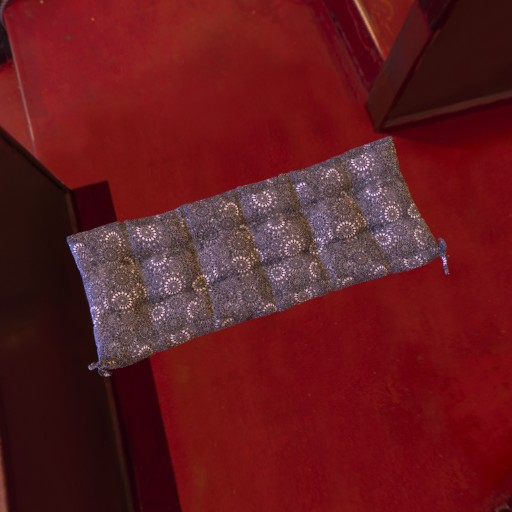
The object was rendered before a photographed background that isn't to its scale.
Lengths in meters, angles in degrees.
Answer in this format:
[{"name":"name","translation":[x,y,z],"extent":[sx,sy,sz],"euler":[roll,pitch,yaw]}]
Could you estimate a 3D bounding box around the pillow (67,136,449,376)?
[{"name":"pillow","translation":[0.000,0.000,1.419],"extent":[1.194,0.174,0.511],"euler":[-18,76,-5]}]
